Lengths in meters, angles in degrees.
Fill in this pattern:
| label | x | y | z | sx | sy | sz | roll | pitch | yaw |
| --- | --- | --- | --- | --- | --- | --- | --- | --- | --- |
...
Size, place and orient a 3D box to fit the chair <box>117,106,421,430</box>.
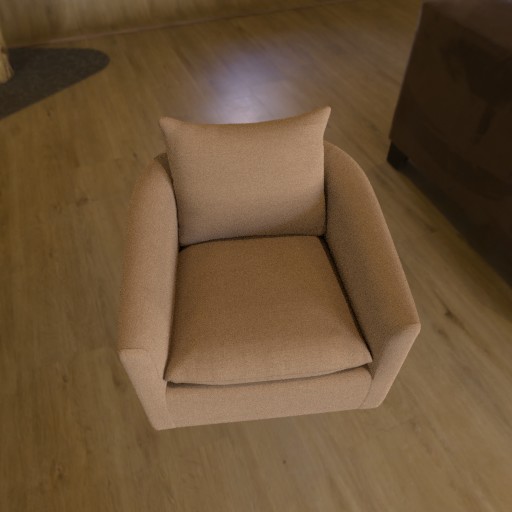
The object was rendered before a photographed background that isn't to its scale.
| label | x | y | z | sx | sy | sz | roll | pitch | yaw |
| --- | --- | --- | --- | --- | --- | --- | --- | --- | --- |
| chair | 0.000 | 0.000 | 1.596 | 0.845 | 0.848 | 0.910 | -4 | 47 | -4 |
